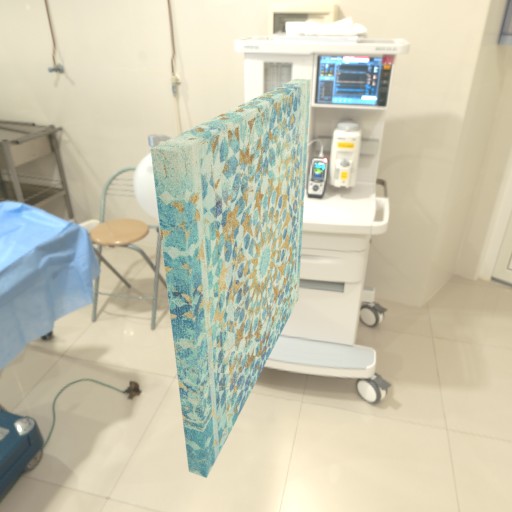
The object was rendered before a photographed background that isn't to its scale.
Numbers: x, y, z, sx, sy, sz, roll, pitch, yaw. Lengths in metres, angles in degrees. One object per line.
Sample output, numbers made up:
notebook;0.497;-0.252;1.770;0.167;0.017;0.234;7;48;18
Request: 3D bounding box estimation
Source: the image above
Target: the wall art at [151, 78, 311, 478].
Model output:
wall art;0.000;0.000;0.917;0.040;0.609;0.609;11;31;18
